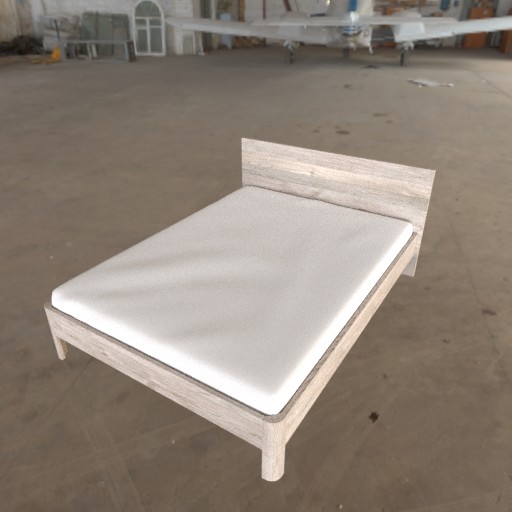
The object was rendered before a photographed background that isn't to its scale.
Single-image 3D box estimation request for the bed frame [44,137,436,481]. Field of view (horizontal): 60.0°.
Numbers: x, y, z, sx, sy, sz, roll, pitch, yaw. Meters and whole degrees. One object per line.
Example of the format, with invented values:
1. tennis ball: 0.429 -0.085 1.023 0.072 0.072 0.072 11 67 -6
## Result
1. bed frame: 0.000 0.000 2.673 1.490 0.800 1.950 17 34 28
